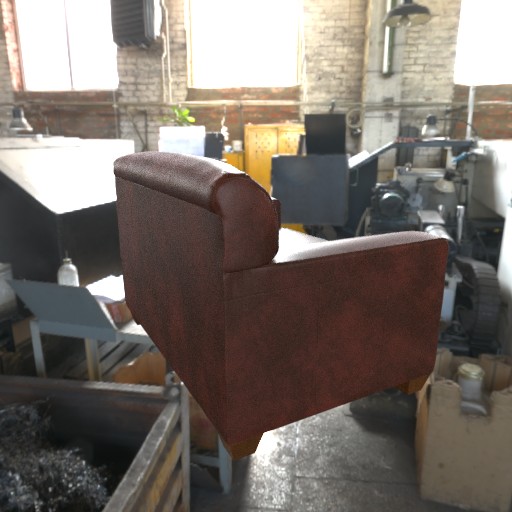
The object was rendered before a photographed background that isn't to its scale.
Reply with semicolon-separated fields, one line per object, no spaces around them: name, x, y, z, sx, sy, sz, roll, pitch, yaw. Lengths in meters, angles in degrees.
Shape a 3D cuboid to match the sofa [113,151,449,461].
sofa;0.000;0.000;2.077;1.000;0.956;1.413;-8;17;-28
